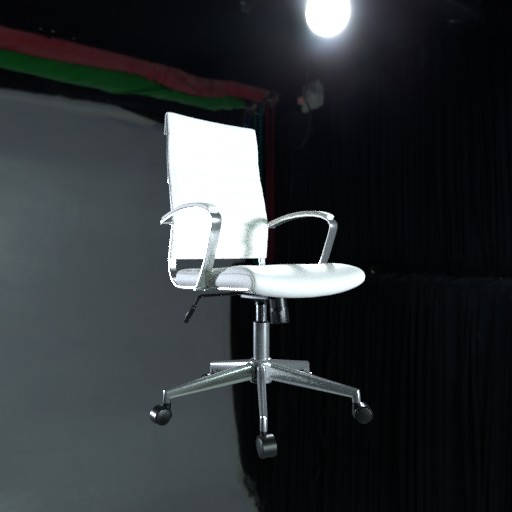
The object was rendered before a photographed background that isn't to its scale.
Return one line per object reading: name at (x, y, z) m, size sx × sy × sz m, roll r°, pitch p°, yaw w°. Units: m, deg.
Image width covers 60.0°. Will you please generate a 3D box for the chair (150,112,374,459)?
chair at (0.000, 0.000, 1.665) m, size 0.766 × 1.149 × 0.739 m, roll 0°, pitch 1°, yaw -37°
